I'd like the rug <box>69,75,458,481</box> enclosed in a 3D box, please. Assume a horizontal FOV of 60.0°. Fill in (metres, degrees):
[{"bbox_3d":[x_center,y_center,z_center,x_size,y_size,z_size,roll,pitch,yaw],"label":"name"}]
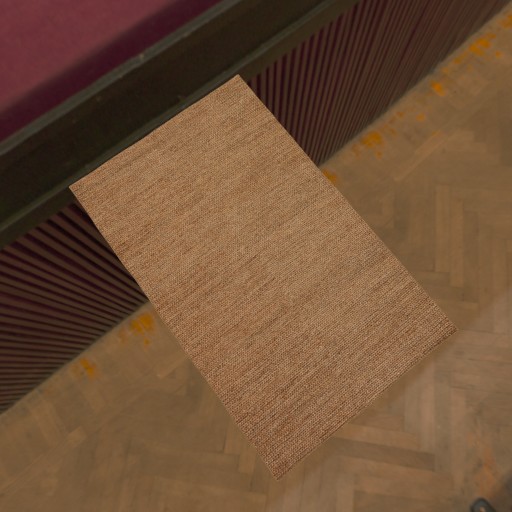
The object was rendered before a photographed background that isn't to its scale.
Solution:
[{"bbox_3d":[0.000,0.000,3.057,1.521,0.034,2.438,-37,79,-8],"label":"rug"}]
